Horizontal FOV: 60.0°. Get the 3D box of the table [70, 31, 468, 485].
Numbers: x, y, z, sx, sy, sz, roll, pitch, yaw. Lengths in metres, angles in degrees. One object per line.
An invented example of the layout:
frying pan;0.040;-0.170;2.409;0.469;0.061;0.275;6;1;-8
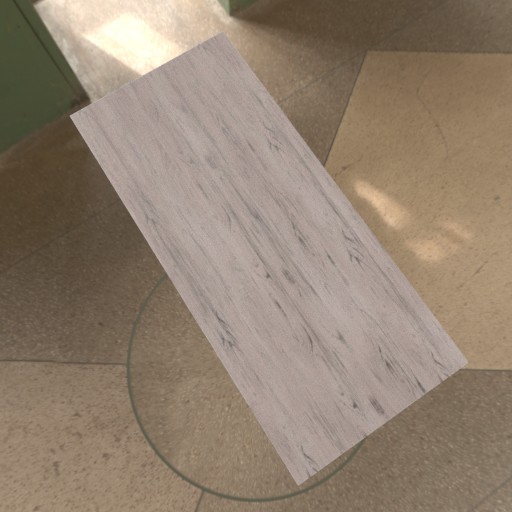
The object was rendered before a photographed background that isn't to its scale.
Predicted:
table;0.000;0.000;2.264;0.795;0.899;1.778;-32;79;-7
